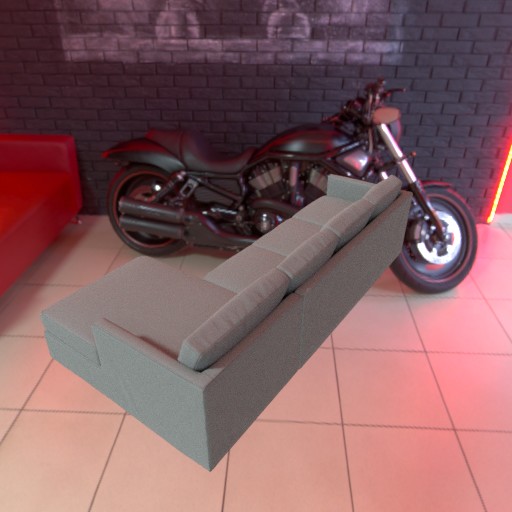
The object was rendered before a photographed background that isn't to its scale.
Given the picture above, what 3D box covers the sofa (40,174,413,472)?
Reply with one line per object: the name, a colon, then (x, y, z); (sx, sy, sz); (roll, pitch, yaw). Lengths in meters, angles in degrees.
sofa: (0.000, 0.000, 3.880); (1.622, 0.867, 3.177); (20, 37, 30)
